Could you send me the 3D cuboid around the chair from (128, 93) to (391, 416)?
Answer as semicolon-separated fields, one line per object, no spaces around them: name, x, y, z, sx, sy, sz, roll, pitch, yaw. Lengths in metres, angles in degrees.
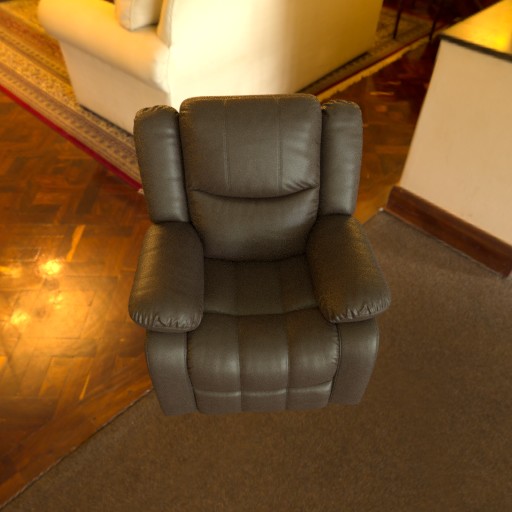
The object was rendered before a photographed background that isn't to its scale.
chair;0.000;0.000;1.754;0.899;1.009;0.934;-3;47;-2
